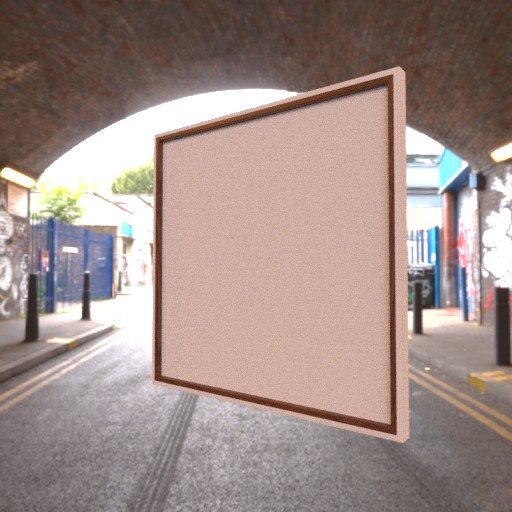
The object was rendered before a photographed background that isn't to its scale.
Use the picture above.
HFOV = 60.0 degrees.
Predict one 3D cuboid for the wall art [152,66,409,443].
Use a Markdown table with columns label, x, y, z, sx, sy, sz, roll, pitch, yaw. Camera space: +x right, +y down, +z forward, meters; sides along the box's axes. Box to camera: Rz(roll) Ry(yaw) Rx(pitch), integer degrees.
| label | x | y | z | sx | sy | sz | roll | pitch | yaw |
| --- | --- | --- | --- | --- | --- | --- | --- | --- | --- |
| wall art | 0.000 | 0.000 | 1.506 | 1.009 | 1.009 | 0.049 | -1 | -2 | 37 |
